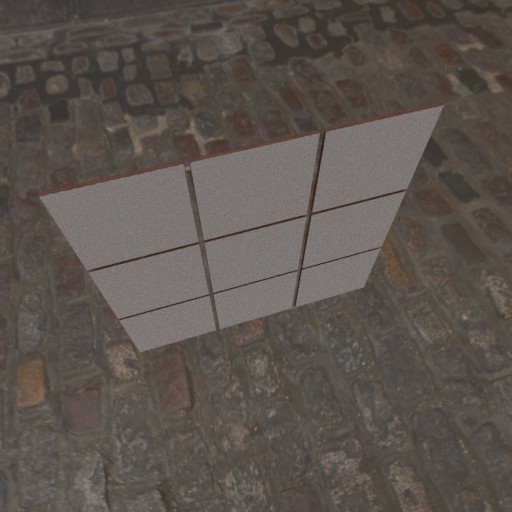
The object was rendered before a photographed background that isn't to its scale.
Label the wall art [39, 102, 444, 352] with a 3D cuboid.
[{"bbox_3d":[0.000,0.000,1.851,1.256,1.246,0.017,-15,59,-9],"label":"wall art"}]
